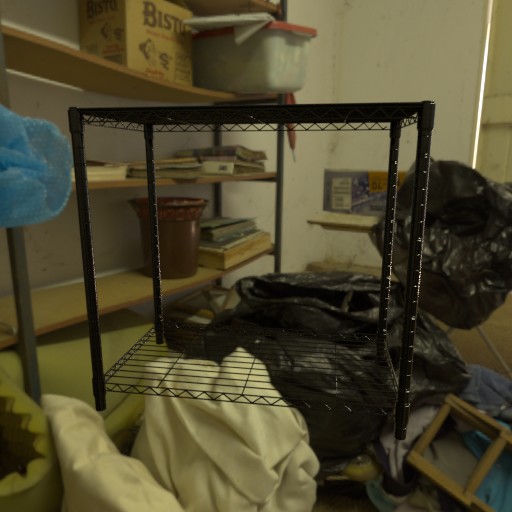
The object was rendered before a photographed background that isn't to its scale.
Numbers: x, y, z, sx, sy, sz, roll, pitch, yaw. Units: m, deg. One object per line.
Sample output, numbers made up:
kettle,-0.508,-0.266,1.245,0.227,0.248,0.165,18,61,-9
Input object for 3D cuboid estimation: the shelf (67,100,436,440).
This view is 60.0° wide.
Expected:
shelf,0.000,0.000,0.914,0.589,0.564,0.338,2,13,9
